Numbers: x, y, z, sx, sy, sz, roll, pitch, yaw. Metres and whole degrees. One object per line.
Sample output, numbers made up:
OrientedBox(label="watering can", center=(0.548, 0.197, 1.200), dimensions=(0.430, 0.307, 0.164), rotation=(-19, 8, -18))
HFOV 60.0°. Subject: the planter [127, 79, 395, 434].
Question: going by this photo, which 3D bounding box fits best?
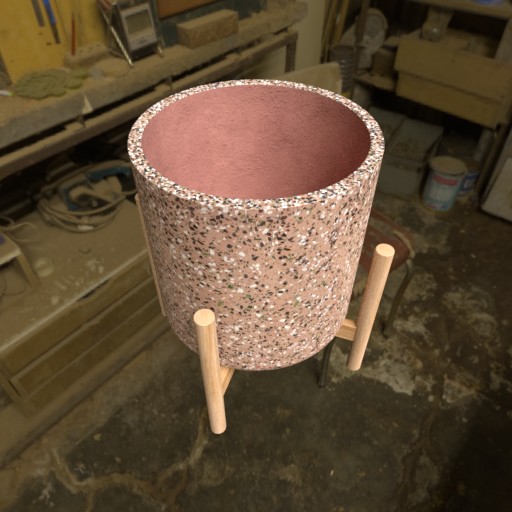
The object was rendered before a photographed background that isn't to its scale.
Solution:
OrientedBox(label="planter", center=(0.000, 0.000, 0.679), dimensions=(0.360, 0.419, 0.360), rotation=(32, 52, 28))
